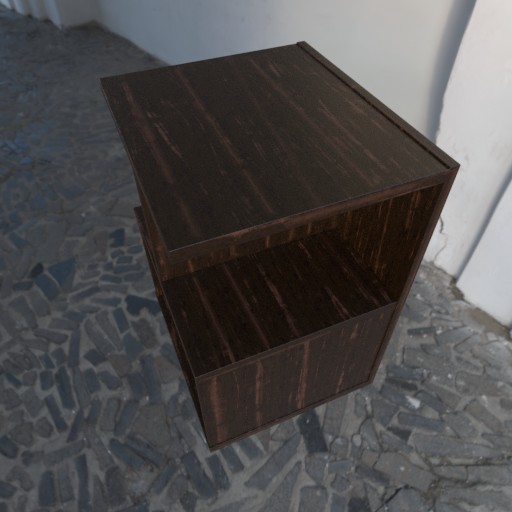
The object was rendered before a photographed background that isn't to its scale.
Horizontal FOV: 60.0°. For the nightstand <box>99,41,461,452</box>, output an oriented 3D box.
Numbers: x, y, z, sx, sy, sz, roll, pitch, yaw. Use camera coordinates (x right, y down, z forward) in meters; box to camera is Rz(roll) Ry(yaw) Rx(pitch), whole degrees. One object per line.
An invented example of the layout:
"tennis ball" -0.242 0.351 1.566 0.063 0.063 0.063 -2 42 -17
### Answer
"nightstand" 0.000 0.000 0.805 0.356 0.559 0.400 -17 49 -16
